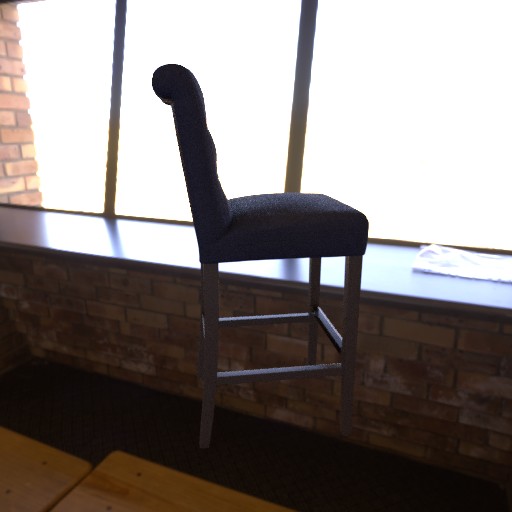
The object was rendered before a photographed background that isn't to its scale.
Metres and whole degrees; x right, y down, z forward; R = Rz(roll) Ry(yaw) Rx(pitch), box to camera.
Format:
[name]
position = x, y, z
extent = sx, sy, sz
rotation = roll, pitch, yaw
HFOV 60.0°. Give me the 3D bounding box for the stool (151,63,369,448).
[stool]
position = 0.000, 0.000, 1.492
extent = 0.601, 1.140, 0.493
rotation = -2, 16, -8
